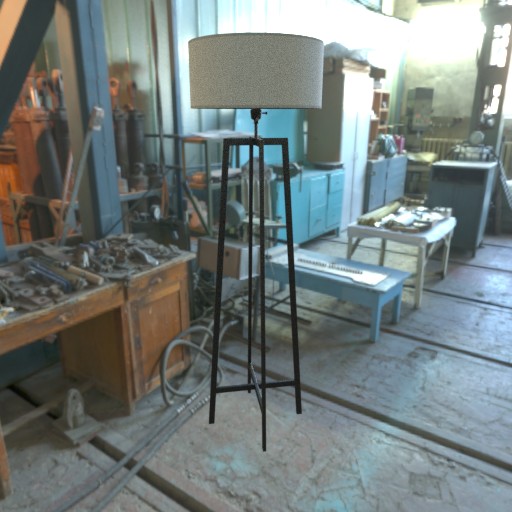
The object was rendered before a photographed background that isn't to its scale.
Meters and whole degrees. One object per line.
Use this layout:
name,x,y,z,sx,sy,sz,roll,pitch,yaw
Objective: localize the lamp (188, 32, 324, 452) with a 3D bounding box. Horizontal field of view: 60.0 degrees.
lamp,0.000,0.000,1.734,0.456,1.510,0.457,-3,18,-9
